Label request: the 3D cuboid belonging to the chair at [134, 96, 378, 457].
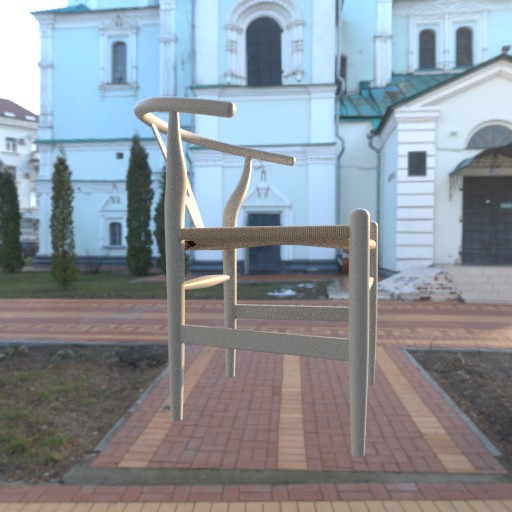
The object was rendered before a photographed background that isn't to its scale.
[{"bbox_3d":[0.000,0.000,1.116,0.579,0.730,0.569,0,1,17],"label":"chair"}]
